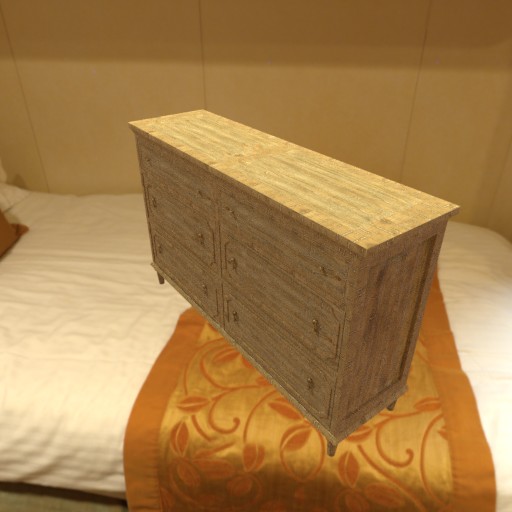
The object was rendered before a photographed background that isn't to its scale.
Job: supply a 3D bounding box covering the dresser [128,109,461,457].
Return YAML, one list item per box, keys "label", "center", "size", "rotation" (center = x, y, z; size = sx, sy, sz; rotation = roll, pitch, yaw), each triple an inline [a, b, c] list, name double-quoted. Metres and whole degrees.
- label: "dresser"
  center: [0.000, 0.000, 2.157]
  size: [0.457, 1.016, 1.626]
  rotation: [-22, 38, -31]
